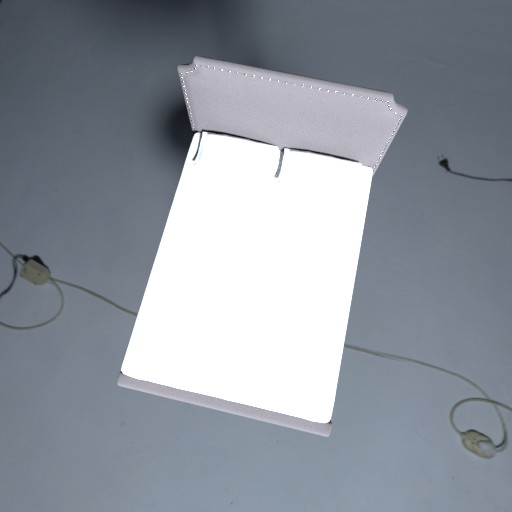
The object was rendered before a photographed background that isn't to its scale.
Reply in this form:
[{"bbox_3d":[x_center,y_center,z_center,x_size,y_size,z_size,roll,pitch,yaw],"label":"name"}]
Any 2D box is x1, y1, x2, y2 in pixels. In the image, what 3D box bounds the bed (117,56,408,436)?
[{"bbox_3d":[0.000,0.000,3.468,1.713,1.443,2.372,12,73,4],"label":"bed"}]
